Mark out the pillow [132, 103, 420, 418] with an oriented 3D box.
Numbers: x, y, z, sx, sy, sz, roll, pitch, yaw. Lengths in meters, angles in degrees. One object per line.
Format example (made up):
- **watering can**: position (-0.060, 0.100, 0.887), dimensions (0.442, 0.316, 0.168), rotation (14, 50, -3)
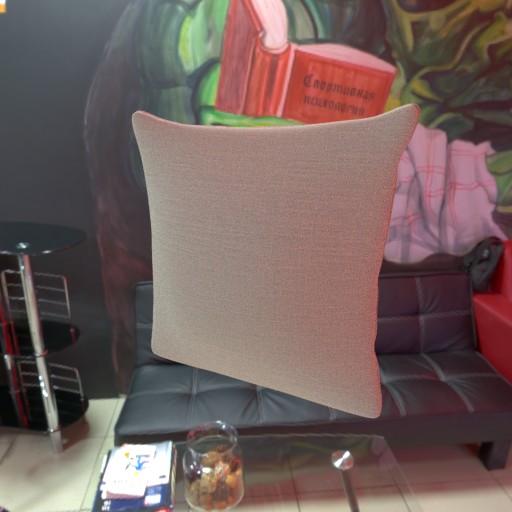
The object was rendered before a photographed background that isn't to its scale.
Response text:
- **pillow**: position (0.000, 0.000, 0.702), dimensions (0.451, 0.449, 0.191), rotation (9, 19, 26)
